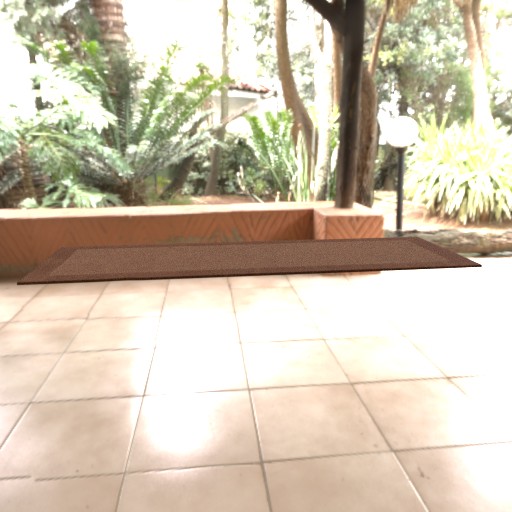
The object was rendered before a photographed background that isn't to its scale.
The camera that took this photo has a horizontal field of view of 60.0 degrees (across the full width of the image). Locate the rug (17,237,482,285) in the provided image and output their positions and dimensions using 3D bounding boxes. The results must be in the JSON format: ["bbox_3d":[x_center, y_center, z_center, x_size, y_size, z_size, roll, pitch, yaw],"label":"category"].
[{"bbox_3d":[0.000,0.000,2.663,2.439,0.017,0.764,-2,15,-7],"label":"rug"}]
